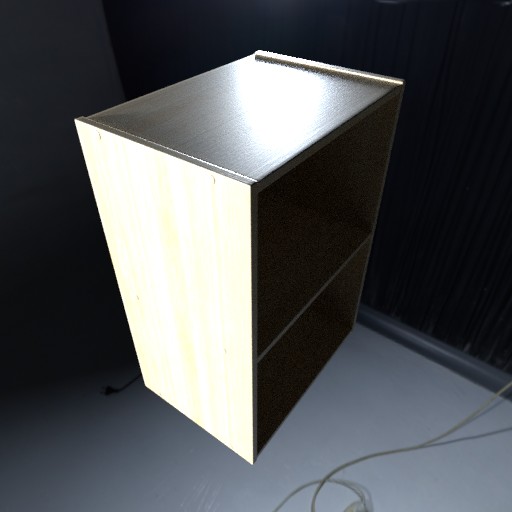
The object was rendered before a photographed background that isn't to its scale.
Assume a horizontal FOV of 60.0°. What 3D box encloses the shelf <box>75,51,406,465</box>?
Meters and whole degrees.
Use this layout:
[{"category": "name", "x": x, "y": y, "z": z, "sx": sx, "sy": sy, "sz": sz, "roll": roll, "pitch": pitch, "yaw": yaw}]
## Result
[{"category": "shelf", "x": 0.000, "y": 0.000, "z": 0.830, "sx": 0.290, "sy": 0.592, "sz": 0.414, "roll": 25, "pitch": 45, "yaw": 27}]
